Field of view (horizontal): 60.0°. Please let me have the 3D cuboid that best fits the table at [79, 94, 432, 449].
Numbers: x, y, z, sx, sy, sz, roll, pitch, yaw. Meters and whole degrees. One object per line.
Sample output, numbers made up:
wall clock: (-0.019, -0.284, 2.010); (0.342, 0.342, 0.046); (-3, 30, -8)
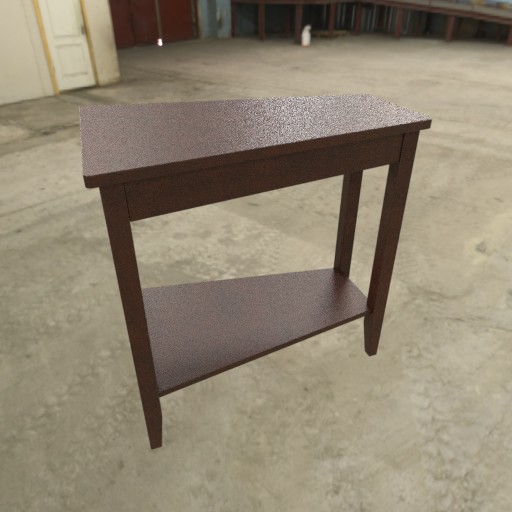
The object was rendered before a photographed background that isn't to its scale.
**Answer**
table: (0.000, 0.000, 0.960); (0.605, 0.589, 0.399); (-10, 33, -16)
